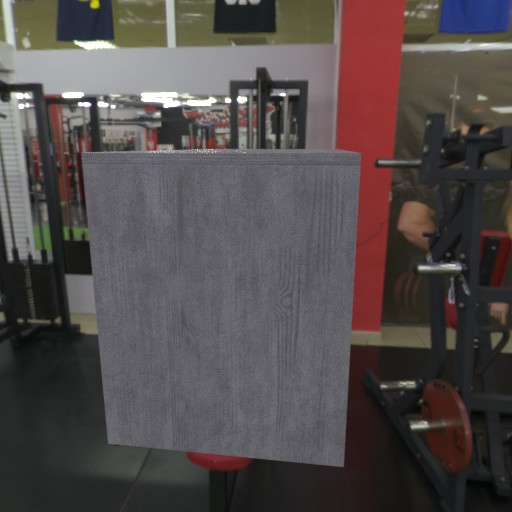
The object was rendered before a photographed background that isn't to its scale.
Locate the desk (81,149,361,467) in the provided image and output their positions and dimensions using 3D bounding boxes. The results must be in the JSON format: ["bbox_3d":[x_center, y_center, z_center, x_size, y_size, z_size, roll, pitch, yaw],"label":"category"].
[{"bbox_3d":[0.000,0.000,1.594,0.600,0.740,1.200,2,14,8],"label":"desk"}]
